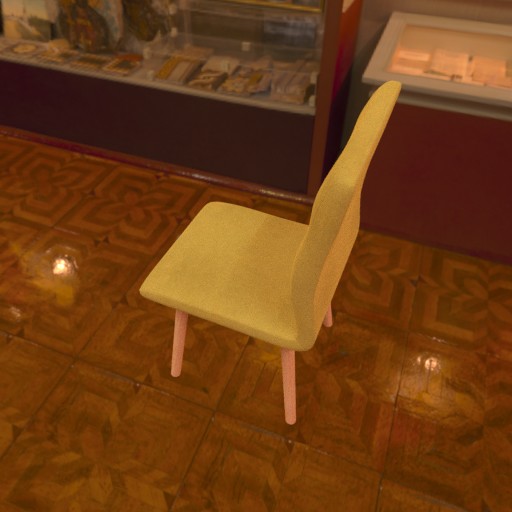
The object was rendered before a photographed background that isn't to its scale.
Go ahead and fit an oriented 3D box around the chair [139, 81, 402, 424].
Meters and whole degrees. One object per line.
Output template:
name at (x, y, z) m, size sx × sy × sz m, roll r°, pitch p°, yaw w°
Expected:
chair at (0.000, 0.000, 1.299) m, size 0.550 × 0.965 × 0.450 m, roll 17°, pitch 48°, yaw 16°
